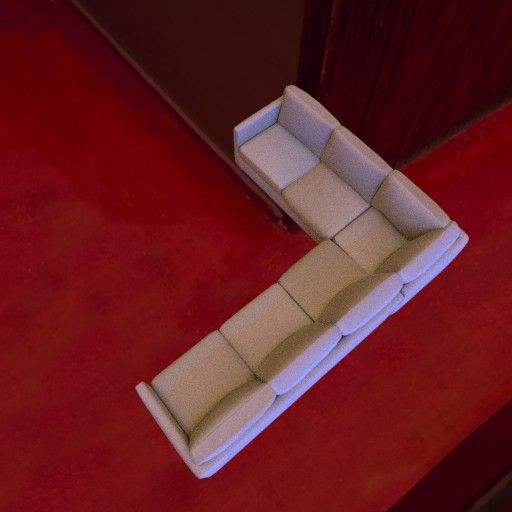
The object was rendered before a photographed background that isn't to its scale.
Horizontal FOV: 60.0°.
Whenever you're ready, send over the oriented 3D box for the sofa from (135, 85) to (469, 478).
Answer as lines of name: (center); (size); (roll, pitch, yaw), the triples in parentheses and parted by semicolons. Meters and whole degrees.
sofa: (0.000, 0.000, 4.458); (3.301, 0.947, 2.592); (-37, 70, -16)
